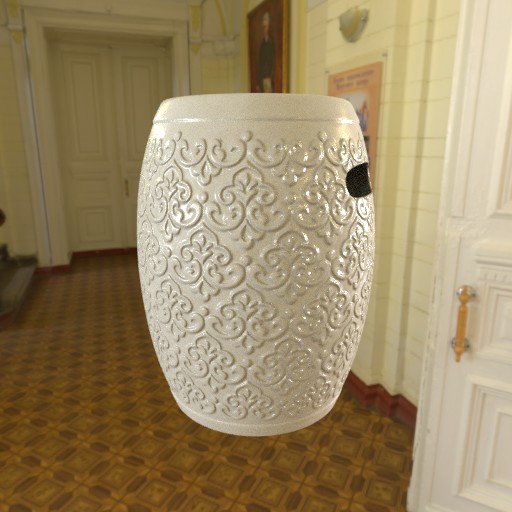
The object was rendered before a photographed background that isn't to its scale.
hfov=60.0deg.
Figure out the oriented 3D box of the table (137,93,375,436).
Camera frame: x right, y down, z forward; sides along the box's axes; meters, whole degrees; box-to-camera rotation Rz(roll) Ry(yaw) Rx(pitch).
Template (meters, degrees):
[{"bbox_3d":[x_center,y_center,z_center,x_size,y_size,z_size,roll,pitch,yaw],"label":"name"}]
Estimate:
[{"bbox_3d":[0.000,0.000,0.600,0.309,0.397,0.309,0,15,0],"label":"table"}]
